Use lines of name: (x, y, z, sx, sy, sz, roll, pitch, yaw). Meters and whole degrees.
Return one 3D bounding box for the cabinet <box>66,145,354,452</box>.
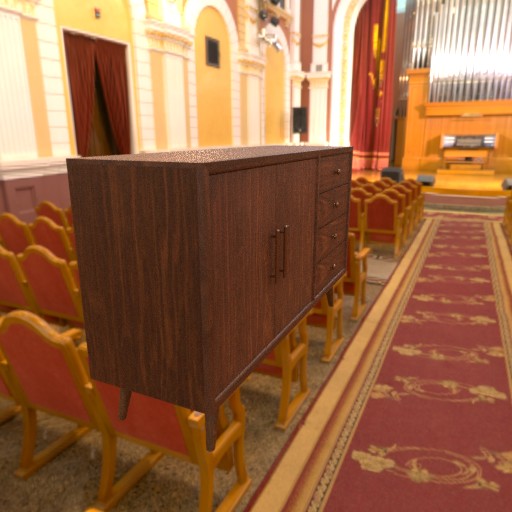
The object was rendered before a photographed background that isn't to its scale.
cabinet: (0.000, 0.000, 2.029, 0.505, 0.940, 1.575, 7, 17, 25)
